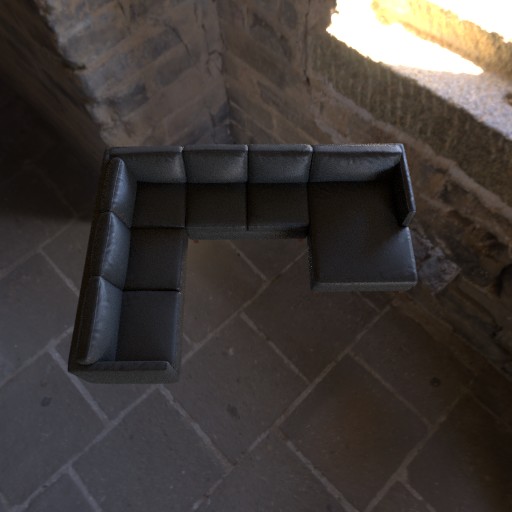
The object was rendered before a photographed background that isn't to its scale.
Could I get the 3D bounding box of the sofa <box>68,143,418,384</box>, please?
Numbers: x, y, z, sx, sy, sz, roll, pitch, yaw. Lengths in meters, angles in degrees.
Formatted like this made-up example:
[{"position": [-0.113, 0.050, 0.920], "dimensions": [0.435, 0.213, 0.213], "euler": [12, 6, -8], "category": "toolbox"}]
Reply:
[{"position": [0.000, 0.000, 4.776], "dimensions": [3.460, 0.923, 2.593], "euler": [-1, 64, 0], "category": "sofa"}]
